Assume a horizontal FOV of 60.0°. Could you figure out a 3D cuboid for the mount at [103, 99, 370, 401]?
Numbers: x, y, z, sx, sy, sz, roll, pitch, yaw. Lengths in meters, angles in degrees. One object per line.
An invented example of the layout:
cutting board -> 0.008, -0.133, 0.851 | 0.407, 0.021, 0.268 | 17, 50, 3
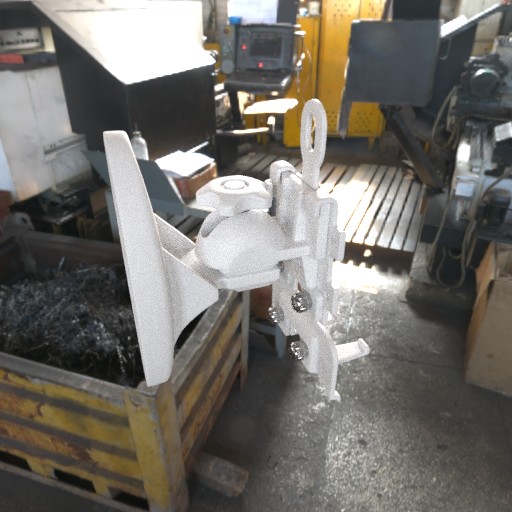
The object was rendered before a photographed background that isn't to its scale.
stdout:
mount -> 0.000, 0.000, 0.178 | 0.100, 0.118, 0.066 | -10, 32, -17
